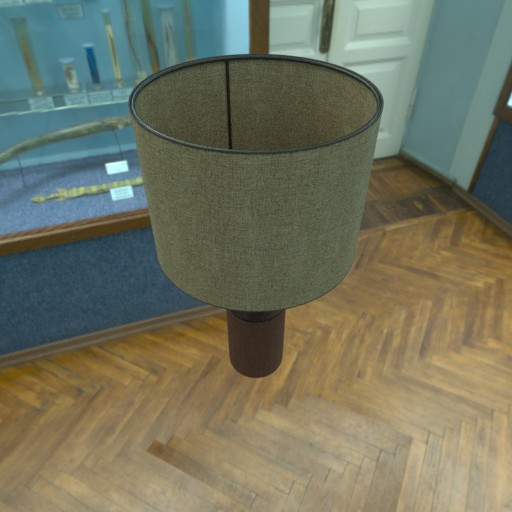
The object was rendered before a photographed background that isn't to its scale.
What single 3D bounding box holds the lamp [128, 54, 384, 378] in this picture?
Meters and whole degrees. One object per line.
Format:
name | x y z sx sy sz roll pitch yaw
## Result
lamp | 0.000 0.000 0.472 0.202 0.350 0.202 0 41 0
